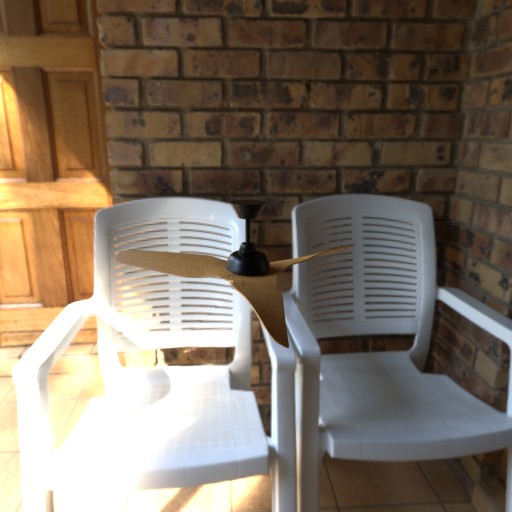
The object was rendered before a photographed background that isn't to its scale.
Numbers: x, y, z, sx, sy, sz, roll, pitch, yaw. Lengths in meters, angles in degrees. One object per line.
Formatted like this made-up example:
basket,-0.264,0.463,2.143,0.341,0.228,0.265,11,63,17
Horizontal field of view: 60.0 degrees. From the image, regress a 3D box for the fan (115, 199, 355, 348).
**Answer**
fan,0.000,0.000,1.640,1.142,0.355,1.010,-3,16,-10
